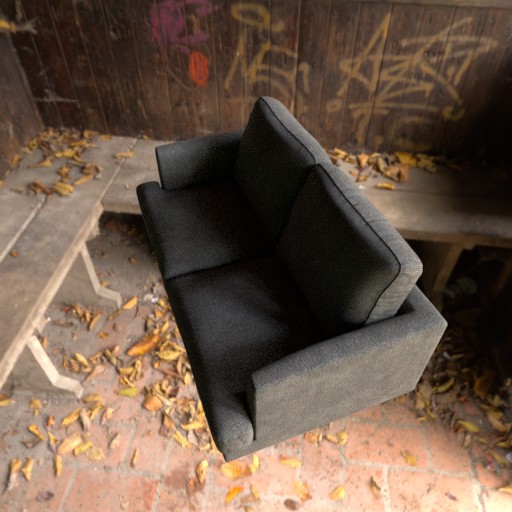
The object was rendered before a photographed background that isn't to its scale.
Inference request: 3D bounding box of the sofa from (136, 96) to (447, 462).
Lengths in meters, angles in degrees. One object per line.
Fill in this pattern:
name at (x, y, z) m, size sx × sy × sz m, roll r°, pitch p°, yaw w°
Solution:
sofa at (0.000, 0.000, 2.132) m, size 0.903 × 0.956 × 1.582 m, roll -15°, pitch 48°, yaw -14°
